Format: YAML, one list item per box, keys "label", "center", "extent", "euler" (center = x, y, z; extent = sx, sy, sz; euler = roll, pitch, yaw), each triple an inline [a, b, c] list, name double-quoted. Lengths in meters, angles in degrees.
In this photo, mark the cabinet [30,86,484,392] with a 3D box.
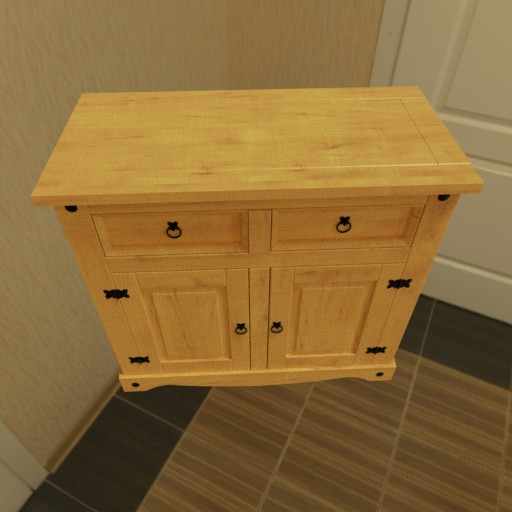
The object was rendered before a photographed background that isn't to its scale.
- label: "cabinet"
  center: [0.000, 0.000, 1.353]
  extent: [0.920, 0.840, 0.450]
  euler: [-2, 45, -2]
